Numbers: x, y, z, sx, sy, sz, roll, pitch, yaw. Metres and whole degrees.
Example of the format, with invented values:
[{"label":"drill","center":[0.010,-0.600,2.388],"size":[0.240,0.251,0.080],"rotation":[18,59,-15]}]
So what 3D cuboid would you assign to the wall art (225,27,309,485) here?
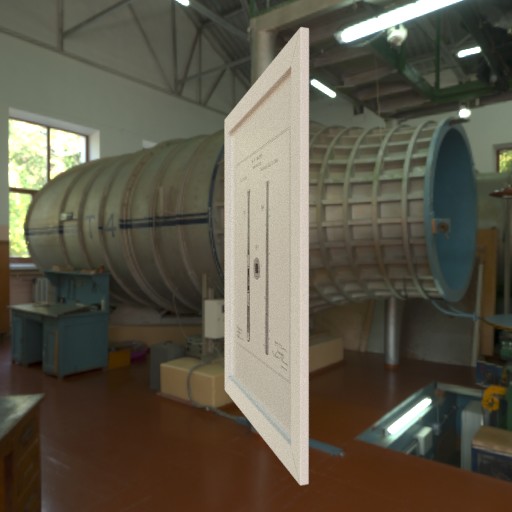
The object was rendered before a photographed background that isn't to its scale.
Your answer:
[{"label":"wall art","center":[0.000,0.000,0.690],"size":[0.012,0.529,0.374],"rotation":[0,0,-18]}]
